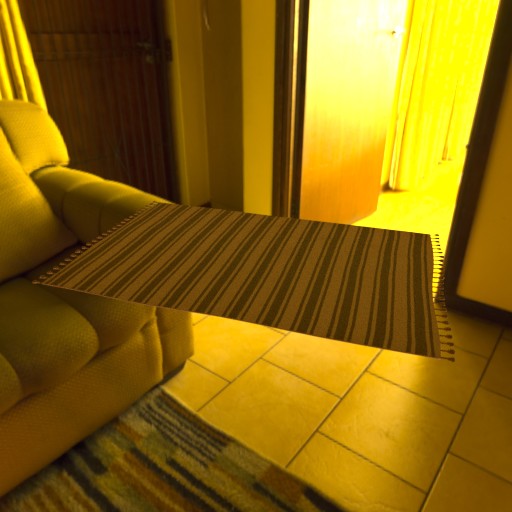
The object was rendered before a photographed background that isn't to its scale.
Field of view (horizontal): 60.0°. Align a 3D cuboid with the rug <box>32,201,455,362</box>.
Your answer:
[{"bbox_3d":[0.000,0.000,2.320,1.875,0.013,1.162,8,28,16],"label":"rug"}]
